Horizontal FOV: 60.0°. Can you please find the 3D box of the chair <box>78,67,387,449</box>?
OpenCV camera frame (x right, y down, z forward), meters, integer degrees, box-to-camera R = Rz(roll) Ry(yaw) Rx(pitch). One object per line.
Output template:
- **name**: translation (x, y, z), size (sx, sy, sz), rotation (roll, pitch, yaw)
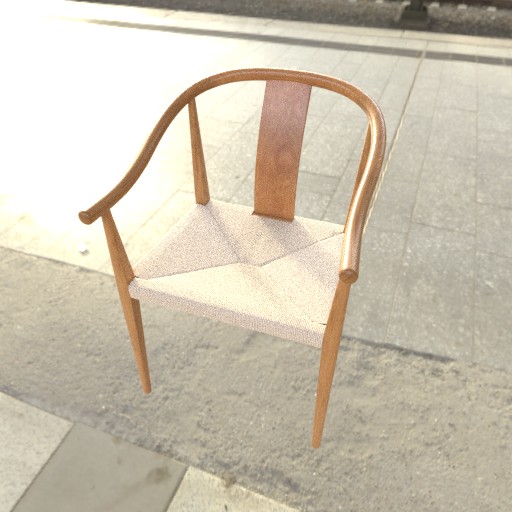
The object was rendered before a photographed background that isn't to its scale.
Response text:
- **chair**: translation (0.000, 0.000, 1.185), size (0.556, 0.800, 0.579), rotation (13, 42, 14)
